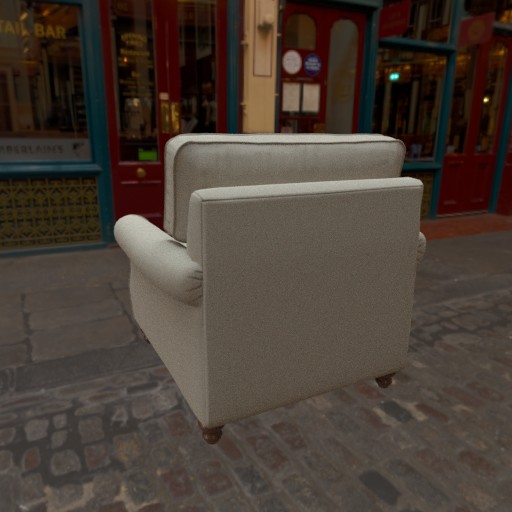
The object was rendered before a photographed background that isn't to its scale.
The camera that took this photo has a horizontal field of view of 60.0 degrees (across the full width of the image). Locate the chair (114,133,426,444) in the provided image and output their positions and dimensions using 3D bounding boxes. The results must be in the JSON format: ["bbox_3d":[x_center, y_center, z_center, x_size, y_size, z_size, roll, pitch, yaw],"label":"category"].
[{"bbox_3d":[0.000,0.000,1.820,1.029,0.967,0.966,-8,17,-26],"label":"chair"}]
